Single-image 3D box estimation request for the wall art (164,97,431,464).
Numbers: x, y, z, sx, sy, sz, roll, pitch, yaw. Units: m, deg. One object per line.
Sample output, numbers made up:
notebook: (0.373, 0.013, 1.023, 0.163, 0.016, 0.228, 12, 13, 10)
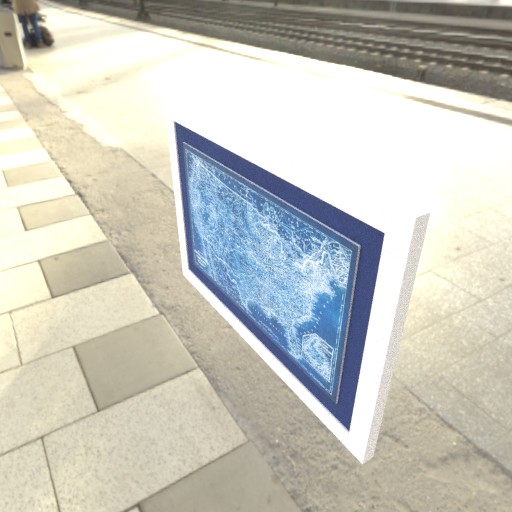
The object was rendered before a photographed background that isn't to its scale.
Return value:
wall art: (0.000, 0.000, 1.669, 0.051, 0.902, 1.308, -20, 37, -28)
